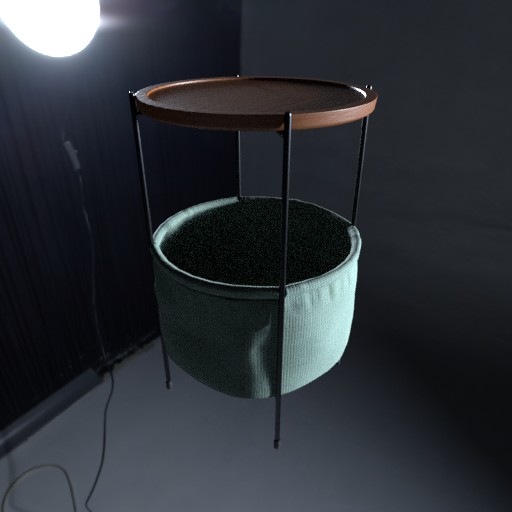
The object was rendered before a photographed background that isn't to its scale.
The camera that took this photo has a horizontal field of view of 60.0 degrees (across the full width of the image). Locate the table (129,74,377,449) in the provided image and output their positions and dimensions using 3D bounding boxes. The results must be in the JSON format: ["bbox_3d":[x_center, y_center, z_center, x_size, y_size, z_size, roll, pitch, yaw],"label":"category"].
[{"bbox_3d":[0.000,0.000,0.873,0.400,0.623,0.400,18,33,29],"label":"table"}]
